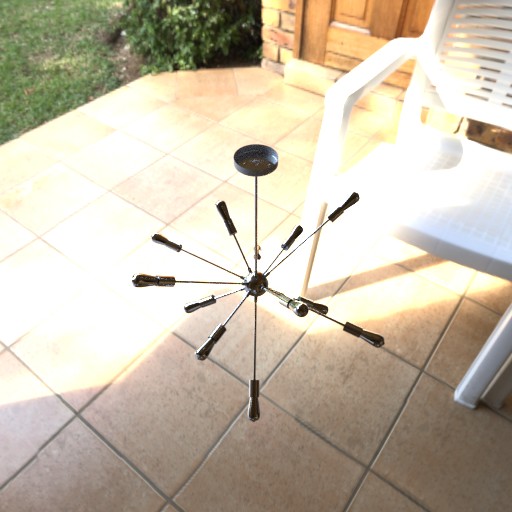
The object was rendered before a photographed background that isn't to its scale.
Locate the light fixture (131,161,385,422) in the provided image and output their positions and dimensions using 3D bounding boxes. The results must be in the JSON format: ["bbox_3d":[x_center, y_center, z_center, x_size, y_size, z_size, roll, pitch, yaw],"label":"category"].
[{"bbox_3d":[0.000,0.000,1.055,0.684,0.558,0.509,24,51,21],"label":"light fixture"}]
